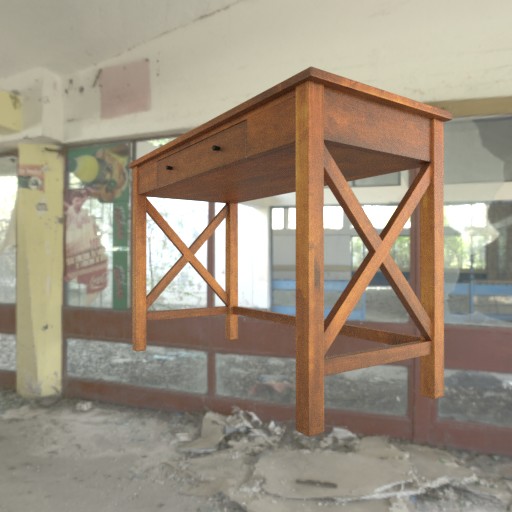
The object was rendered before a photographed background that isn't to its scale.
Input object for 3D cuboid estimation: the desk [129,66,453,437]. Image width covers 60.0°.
[{"bbox_3d":[0.000,0.000,1.499,0.508,0.762,1.117,0,-1,-35],"label":"desk"}]
